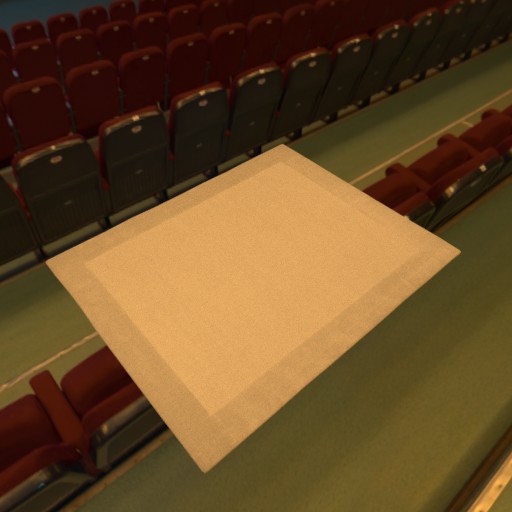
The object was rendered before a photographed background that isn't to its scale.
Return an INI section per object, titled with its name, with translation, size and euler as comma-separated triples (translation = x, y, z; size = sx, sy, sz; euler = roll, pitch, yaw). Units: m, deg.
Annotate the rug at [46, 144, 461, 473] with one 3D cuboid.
[rug]
translation = 0.000, 0.000, 4.070
size = 2.976, 0.018, 2.430
euler = -32, 54, -27
